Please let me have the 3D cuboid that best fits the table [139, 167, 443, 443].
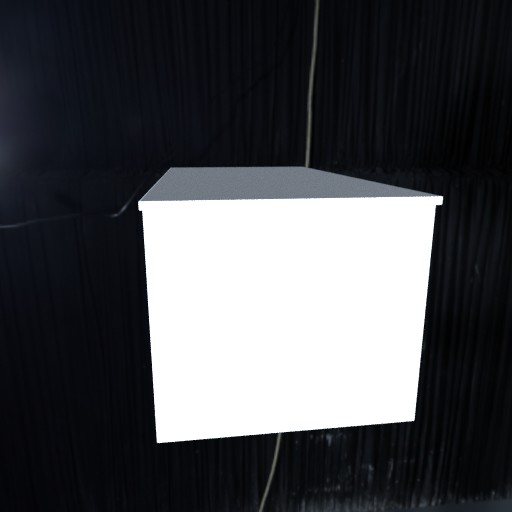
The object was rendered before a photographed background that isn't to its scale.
[{"bbox_3d":[0.000,0.000,1.248,0.500,0.441,1.000,-2,14,-8],"label":"table"}]
